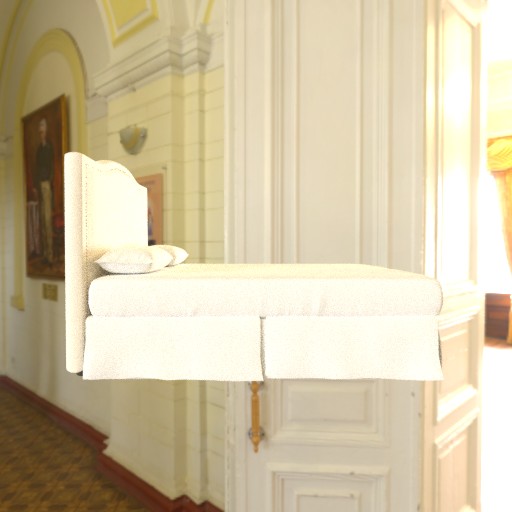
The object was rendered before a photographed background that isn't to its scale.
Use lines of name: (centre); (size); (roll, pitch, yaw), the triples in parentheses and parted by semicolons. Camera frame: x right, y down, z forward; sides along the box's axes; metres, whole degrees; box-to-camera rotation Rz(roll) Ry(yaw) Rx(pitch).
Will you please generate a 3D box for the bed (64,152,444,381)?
bed: (0.000, 0.000, 3.479); (2.282, 1.436, 1.821); (0, 2, -1)
